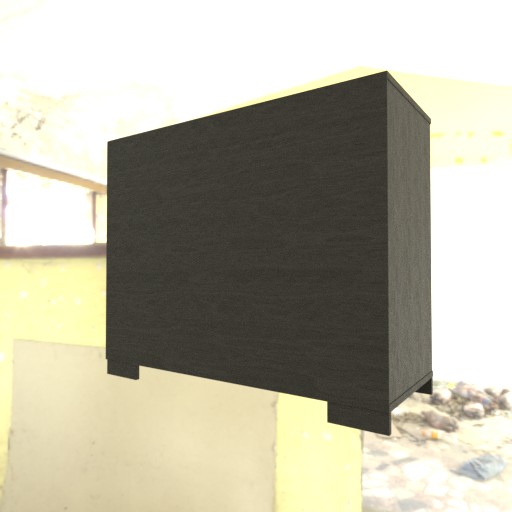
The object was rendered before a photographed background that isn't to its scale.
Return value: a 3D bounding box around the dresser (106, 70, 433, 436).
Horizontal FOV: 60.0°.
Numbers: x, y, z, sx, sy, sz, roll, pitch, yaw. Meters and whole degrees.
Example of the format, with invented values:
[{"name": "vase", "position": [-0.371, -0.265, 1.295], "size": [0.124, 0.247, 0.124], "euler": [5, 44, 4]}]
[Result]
[{"name": "dresser", "position": [0.000, 0.000, 1.432], "size": [0.994, 0.816, 0.404], "euler": [-1, -2, 35]}]
